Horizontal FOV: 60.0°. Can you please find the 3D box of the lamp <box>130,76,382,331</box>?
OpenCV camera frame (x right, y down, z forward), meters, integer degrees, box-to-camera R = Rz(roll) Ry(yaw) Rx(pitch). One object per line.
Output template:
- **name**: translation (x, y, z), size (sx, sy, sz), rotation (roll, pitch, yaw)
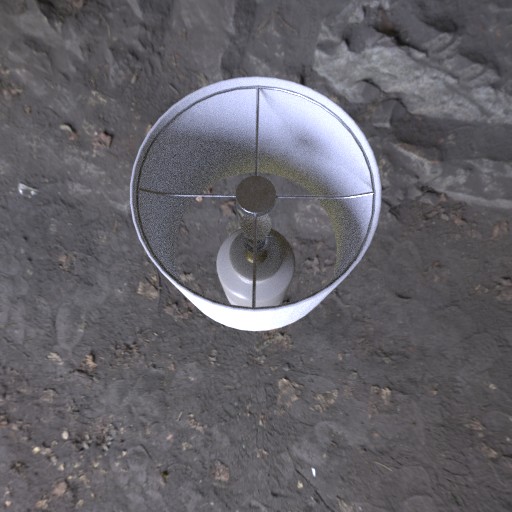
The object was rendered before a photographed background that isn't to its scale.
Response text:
- **lamp**: translation (0.000, 0.000, 0.611), size (0.212, 0.493, 0.212), rotation (1, 76, 0)
